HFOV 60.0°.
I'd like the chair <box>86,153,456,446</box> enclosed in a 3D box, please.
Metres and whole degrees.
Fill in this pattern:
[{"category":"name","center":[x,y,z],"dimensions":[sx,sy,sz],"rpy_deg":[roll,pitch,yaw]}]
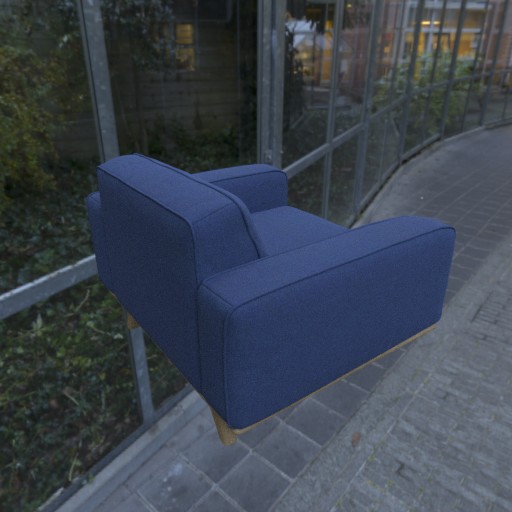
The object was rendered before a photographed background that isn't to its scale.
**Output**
[{"category":"chair","center":[0.000,0.000,1.737],"dimensions":[0.953,0.783,1.118],"rpy_deg":[-17,30,-32]}]
